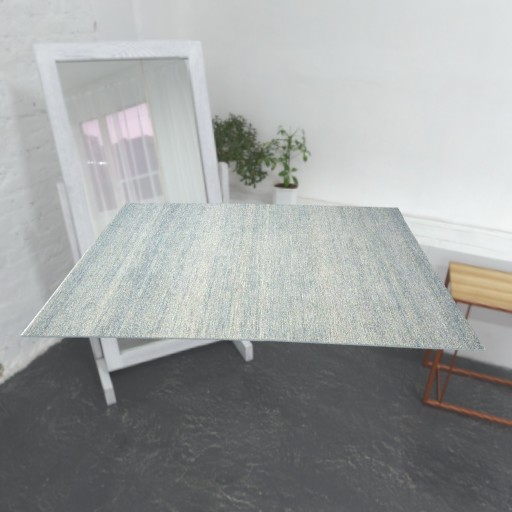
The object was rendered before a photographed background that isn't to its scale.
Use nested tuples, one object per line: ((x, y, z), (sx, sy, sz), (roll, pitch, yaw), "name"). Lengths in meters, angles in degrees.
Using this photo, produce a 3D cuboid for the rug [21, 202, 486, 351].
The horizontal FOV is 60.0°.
((0.000, 0.000, 4.139), (3.237, 0.046, 2.461), (1, 29, 2), "rug")
